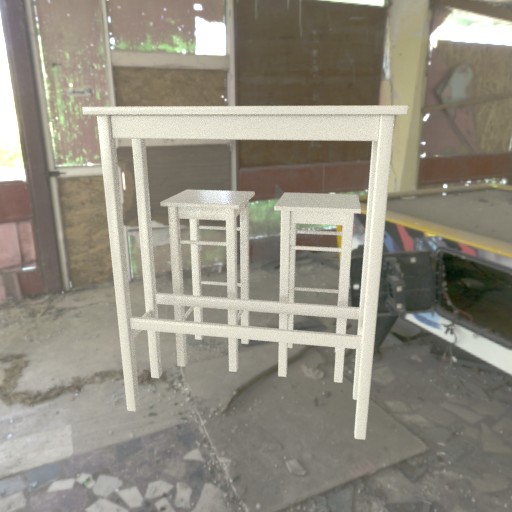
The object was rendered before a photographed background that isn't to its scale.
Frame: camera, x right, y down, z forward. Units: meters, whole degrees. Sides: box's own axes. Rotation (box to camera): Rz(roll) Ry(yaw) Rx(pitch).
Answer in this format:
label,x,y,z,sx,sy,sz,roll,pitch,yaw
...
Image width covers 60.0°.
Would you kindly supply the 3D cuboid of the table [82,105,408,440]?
label,x,y,z,sx,sy,sz,roll,pitch,yaw
table,0.000,0.000,1.681,0.915,1.065,0.650,3,18,10
